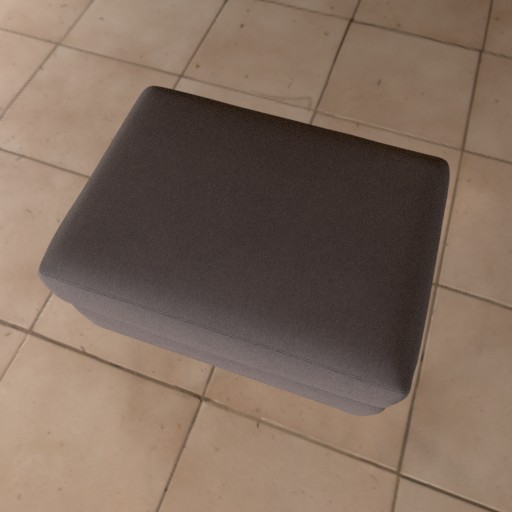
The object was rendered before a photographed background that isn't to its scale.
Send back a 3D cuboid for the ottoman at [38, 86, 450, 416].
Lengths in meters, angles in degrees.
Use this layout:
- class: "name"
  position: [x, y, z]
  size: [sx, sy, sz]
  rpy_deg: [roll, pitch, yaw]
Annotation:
- class: "ottoman"
  position: [0.000, 0.000, 1.115]
  size: [0.773, 0.497, 0.574]
  rpy_deg: [17, 65, 8]
